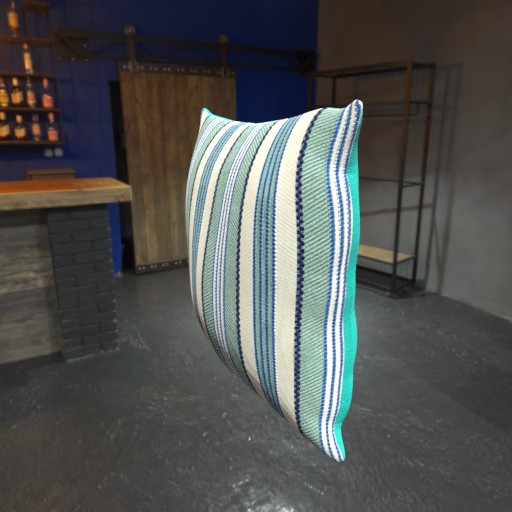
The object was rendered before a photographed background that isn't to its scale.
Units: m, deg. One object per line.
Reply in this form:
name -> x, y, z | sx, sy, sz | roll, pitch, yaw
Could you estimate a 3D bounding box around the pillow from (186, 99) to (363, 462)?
pillow -> 0.000, 0.000, 0.673 | 0.182, 0.441, 0.440 | -8, 18, -26
